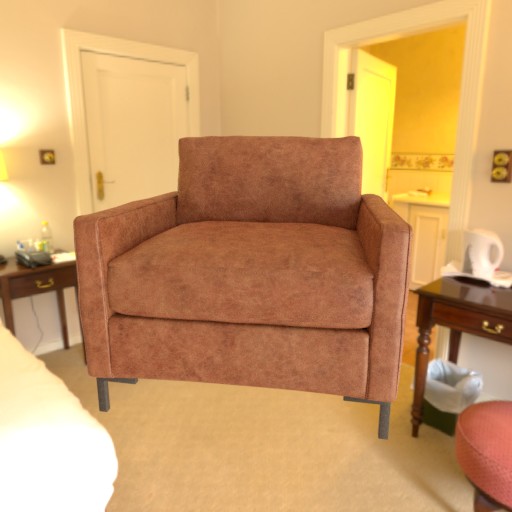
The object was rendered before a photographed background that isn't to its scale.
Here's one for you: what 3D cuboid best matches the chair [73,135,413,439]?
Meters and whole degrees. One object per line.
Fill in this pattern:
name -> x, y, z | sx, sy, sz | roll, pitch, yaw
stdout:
chair -> 0.000, 0.000, 1.621 | 0.967, 0.869, 0.862 | 2, 14, 9
